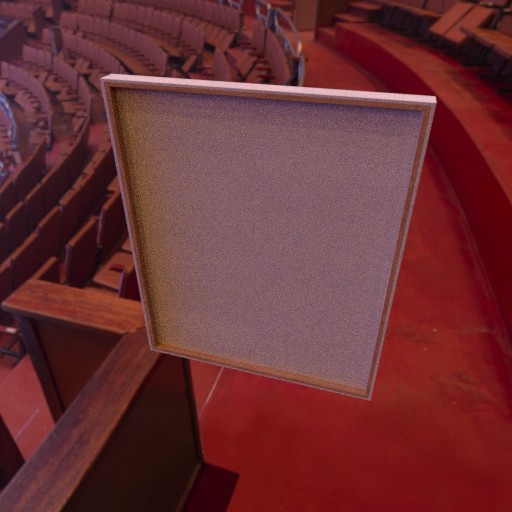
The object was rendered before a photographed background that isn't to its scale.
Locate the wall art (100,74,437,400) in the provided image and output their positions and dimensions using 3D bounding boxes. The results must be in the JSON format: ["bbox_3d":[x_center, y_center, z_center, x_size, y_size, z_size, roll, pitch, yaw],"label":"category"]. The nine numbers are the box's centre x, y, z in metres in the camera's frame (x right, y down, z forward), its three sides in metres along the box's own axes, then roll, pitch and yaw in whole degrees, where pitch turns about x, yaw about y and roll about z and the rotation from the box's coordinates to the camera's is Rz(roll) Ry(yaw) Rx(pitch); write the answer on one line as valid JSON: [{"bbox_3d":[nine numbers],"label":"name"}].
[{"bbox_3d":[0.000,0.000,0.827,0.508,0.606,0.037,9,35,14],"label":"wall art"}]
